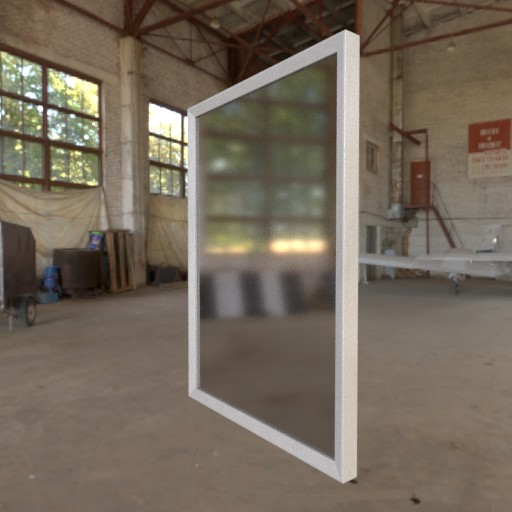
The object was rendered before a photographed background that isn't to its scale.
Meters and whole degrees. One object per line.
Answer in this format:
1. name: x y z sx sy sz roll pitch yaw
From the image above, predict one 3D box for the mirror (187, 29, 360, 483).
1. mirror: 0.000 0.000 0.906 0.039 0.710 0.507 -1 2 -37
